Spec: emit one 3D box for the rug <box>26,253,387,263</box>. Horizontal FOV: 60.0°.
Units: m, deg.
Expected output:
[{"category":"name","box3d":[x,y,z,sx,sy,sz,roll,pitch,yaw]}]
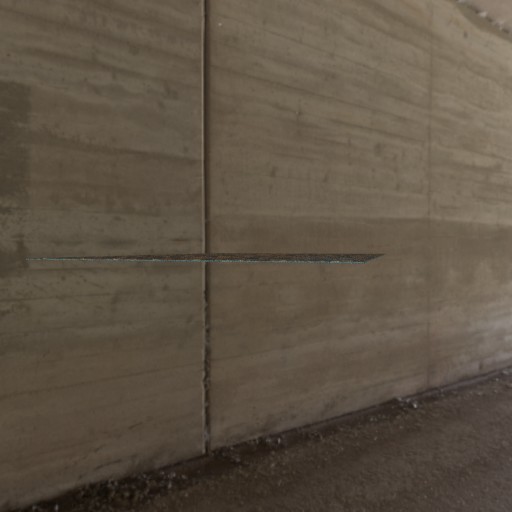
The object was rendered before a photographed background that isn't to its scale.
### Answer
[{"category":"rug","box3d":[0.000,0.000,4.325,2.337,0.013,3.291,0,1,18]}]
